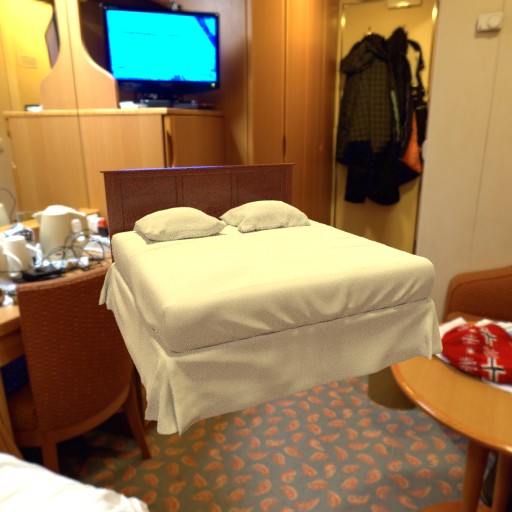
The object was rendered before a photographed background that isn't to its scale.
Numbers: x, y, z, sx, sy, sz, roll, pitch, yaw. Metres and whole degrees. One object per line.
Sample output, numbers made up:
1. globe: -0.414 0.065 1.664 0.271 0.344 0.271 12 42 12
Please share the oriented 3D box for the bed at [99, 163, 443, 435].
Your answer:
1. bed: 0.000 0.000 3.625 2.314 1.271 2.219 -8 18 -24
